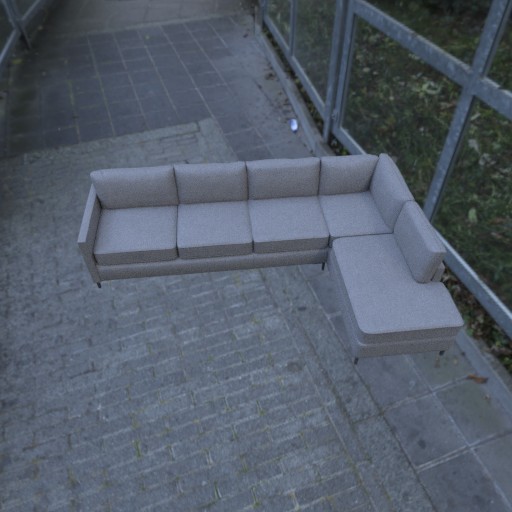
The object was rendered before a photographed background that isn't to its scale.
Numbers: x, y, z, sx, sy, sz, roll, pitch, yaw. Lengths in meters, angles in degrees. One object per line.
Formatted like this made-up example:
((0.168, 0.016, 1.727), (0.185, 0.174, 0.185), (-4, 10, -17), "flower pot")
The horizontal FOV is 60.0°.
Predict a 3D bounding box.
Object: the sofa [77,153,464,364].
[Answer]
((0.000, 0.000, 4.338), (3.331, 0.964, 2.077), (-4, 46, -4), "sofa")
